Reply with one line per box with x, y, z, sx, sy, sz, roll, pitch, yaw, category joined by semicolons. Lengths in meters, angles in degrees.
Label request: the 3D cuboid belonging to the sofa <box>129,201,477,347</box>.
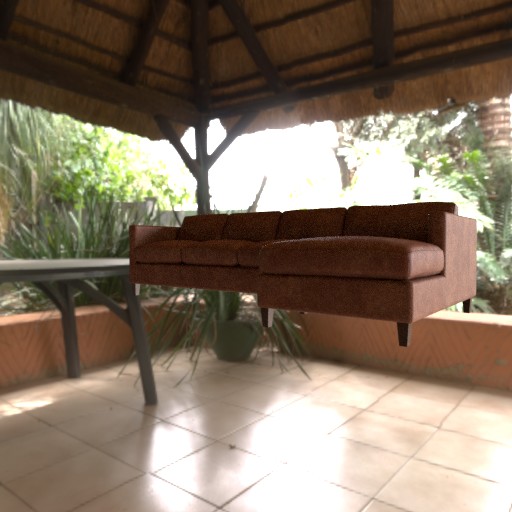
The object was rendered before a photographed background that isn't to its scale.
0.000;0.000;3.850;3.203;0.883;1.581;1;2;37;sofa
